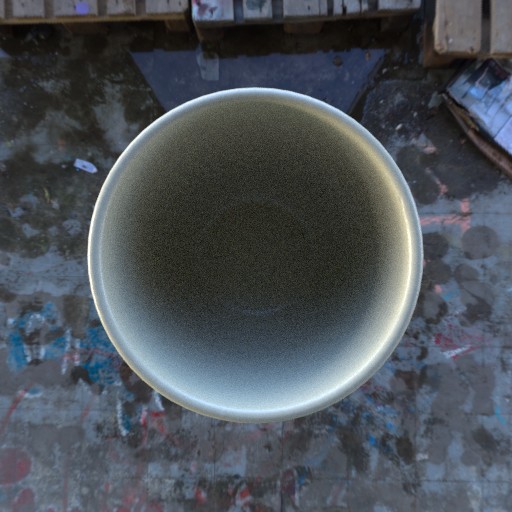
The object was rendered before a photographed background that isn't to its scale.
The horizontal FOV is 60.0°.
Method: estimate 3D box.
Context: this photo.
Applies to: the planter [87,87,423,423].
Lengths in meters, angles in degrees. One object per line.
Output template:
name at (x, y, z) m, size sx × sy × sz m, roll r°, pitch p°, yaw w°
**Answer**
planter at (0.000, 0.000, 0.365) m, size 0.206 × 0.190 × 0.206 m, roll 0°, pitch 90°, yaw 0°
